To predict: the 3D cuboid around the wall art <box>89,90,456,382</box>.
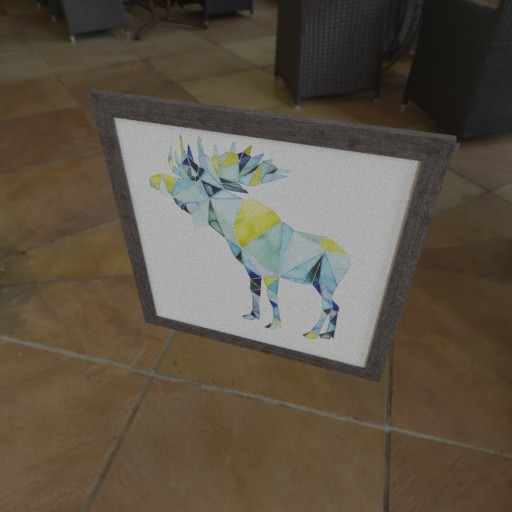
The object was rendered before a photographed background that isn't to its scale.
[{"bbox_3d":[0.000,0.000,0.684,0.457,0.457,0.013,12,42,13],"label":"wall art"}]
